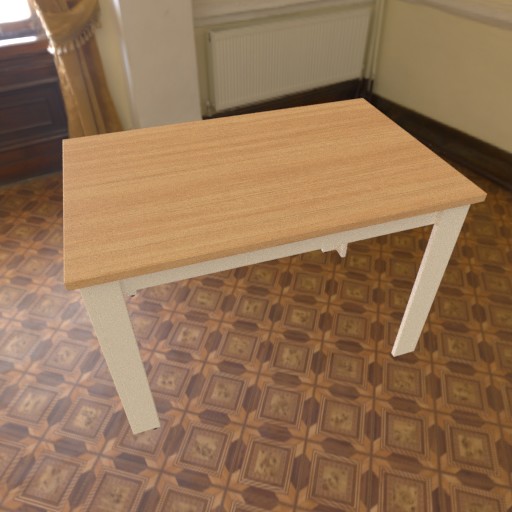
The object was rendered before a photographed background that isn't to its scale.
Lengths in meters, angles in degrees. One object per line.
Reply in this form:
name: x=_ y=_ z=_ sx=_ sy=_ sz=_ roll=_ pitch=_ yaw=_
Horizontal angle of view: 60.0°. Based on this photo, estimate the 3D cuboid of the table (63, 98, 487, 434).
table: x=0.000 y=0.000 z=1.572 sx=1.100 sy=0.734 sz=0.700 roll=-12 pitch=43 yaw=-14
